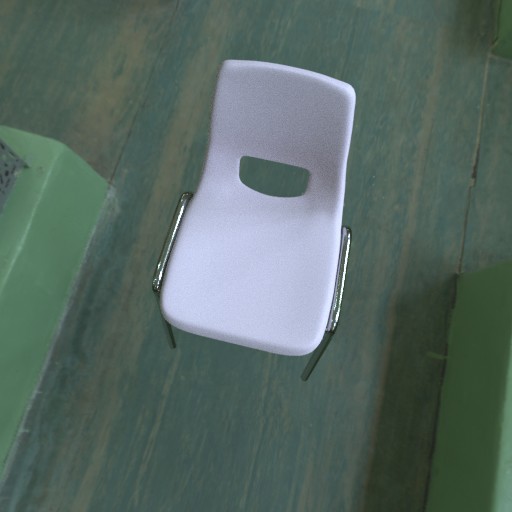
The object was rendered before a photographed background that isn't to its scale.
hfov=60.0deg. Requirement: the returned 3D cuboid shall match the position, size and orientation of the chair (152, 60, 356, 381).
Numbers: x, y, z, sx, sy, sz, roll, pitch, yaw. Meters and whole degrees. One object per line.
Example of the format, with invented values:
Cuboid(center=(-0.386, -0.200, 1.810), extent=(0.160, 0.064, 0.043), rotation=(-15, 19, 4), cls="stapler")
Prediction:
Cuboid(center=(0.000, 0.000, 0.924), extent=(0.381, 0.653, 0.436), rotation=(13, 75, 3), cls="chair")
